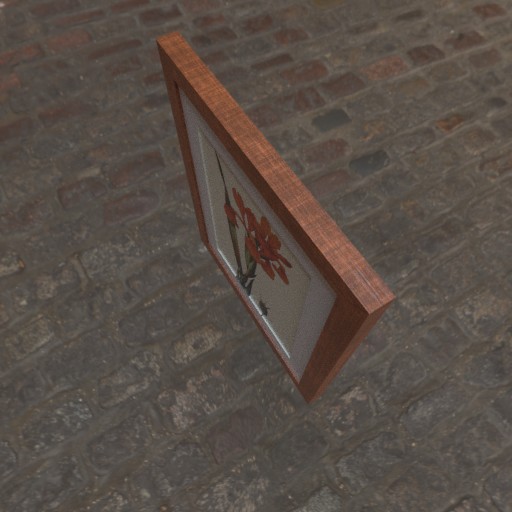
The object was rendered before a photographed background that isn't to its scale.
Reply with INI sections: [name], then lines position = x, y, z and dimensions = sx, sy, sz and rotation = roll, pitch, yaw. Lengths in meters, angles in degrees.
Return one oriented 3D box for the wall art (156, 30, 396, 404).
[wall art]
position = 0.000, 0.000, 0.774
dimensions = 0.033, 0.567, 0.467
rotation = -29, 67, -14
